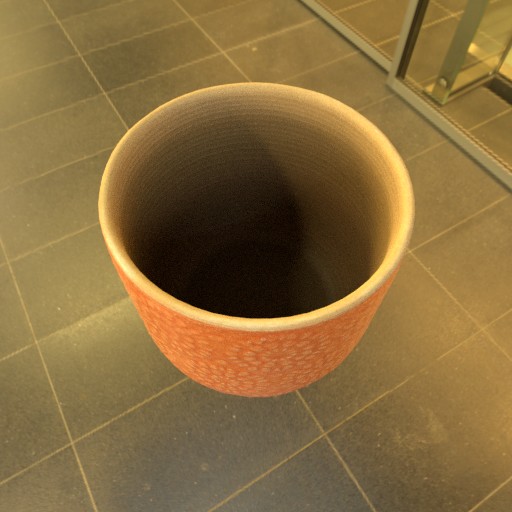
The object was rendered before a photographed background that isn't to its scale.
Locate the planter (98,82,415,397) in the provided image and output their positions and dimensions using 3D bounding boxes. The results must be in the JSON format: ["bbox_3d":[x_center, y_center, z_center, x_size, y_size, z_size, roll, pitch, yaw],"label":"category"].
[{"bbox_3d":[0.000,0.000,0.291,0.170,0.152,0.170,0,58,0],"label":"planter"}]
